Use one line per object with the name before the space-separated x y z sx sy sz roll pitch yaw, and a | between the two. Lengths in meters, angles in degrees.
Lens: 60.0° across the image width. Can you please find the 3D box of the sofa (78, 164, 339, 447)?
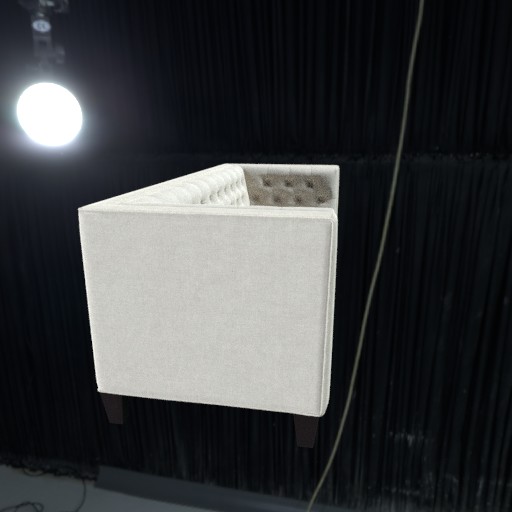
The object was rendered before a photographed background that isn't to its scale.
sofa | 0.000 0.000 2.194 0.775 0.762 1.778 3 16 10
